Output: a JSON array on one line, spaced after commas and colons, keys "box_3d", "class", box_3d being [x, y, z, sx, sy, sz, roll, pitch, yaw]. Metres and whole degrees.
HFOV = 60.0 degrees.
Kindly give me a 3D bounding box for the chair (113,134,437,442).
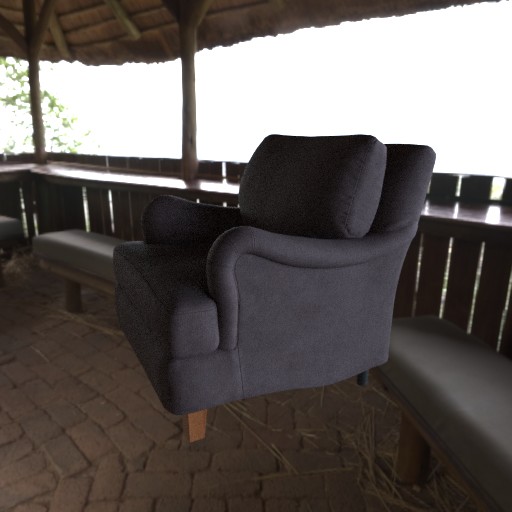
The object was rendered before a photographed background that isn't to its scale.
[{"box_3d": [0.000, 0.000, 1.877, 1.070, 0.997, 0.955, -8, 17, -27], "class": "chair"}]
